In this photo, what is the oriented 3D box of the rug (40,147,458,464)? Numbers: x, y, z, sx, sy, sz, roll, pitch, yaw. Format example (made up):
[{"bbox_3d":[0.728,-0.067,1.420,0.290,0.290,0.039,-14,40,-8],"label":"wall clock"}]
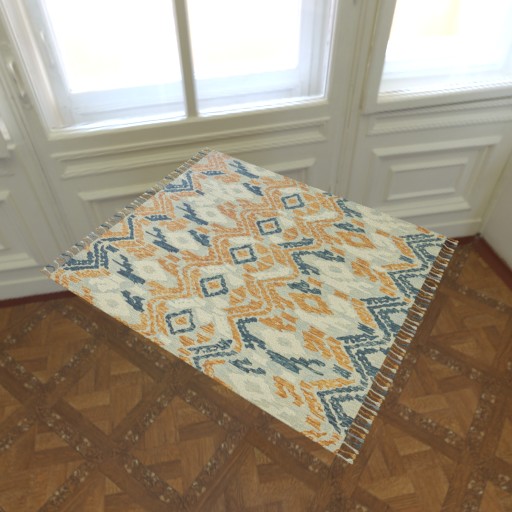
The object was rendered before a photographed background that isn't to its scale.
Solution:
[{"bbox_3d":[0.000,0.000,4.097,3.048,0.010,2.439,25,51,22],"label":"rug"}]
